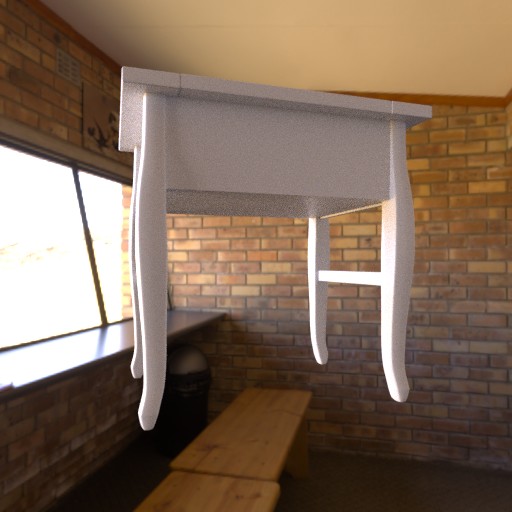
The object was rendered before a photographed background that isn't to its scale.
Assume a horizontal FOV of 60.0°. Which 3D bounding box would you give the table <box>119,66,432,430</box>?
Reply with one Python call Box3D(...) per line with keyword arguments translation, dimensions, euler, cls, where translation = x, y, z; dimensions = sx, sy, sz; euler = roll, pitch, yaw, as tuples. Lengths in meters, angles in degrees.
Box3D(translation=(0.000, 0.000, 1.017), dimensions=(0.599, 0.605, 0.463), euler=(0, -1, -18), cls="table")
